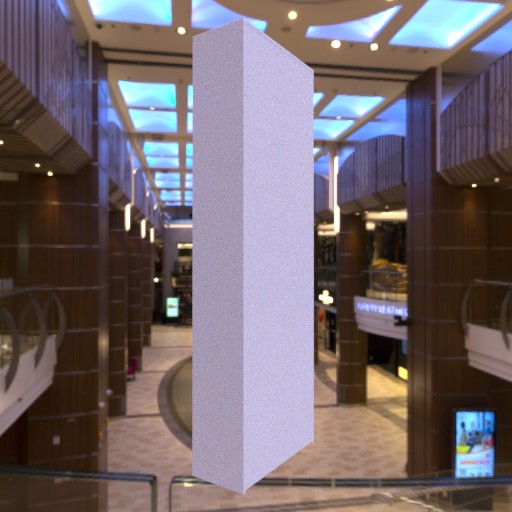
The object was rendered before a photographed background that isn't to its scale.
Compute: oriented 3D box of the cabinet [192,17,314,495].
[{"bbox_3d":[0.000,0.000,1.799,0.255,1.630,0.520,0,0,35],"label":"cabinet"}]
